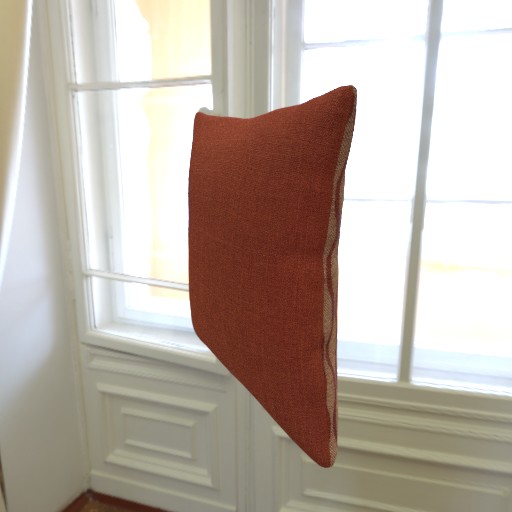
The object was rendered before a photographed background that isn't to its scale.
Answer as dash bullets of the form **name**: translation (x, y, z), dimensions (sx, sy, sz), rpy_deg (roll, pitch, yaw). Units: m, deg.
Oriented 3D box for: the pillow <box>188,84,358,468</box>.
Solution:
- **pillow**: translation (0.000, 0.000, 0.655), dimensions (0.159, 0.434, 0.429), rpy_deg (-7, 15, -27)
